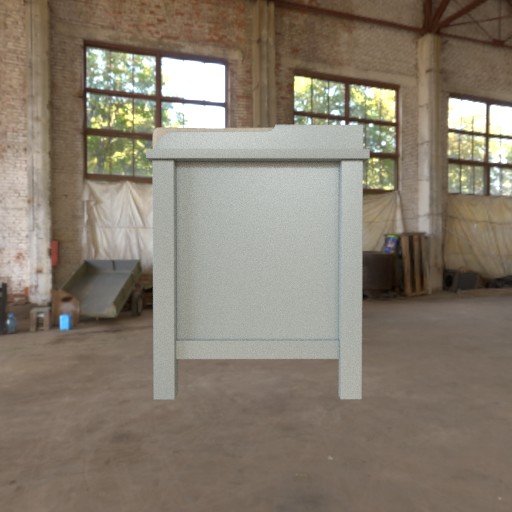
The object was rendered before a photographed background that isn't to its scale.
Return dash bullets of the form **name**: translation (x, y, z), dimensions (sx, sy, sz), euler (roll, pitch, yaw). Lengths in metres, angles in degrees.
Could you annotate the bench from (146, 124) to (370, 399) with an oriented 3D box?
- **bench**: translation (0.000, 0.000, 1.363), dimensions (0.398, 0.501, 1.140), euler (0, 1, 0)
